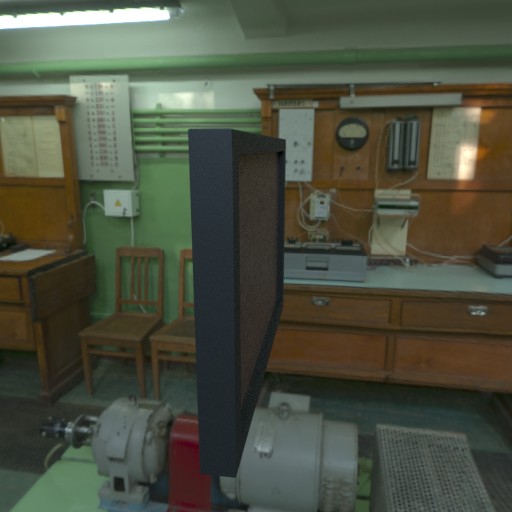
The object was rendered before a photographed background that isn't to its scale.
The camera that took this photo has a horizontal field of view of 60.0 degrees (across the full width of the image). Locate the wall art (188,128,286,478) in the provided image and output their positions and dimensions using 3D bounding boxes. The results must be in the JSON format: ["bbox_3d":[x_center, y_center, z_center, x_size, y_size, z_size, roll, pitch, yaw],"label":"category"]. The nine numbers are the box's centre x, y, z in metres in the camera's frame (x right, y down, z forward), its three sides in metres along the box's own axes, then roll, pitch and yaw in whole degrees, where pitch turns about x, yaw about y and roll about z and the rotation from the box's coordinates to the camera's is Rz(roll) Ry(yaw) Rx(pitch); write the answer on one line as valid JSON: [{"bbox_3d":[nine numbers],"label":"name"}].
[{"bbox_3d":[0.000,0.000,0.873,0.051,0.456,0.671,2,14,9],"label":"wall art"}]
